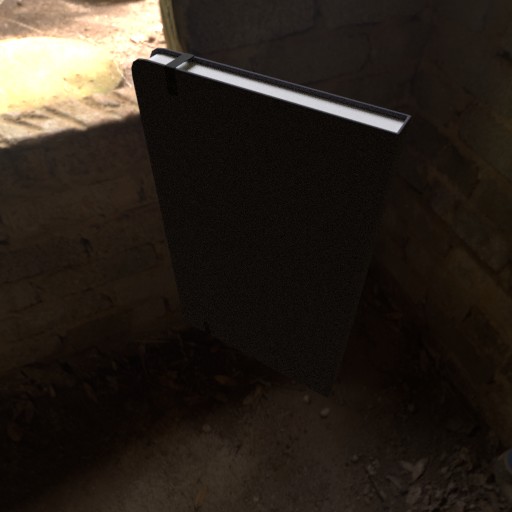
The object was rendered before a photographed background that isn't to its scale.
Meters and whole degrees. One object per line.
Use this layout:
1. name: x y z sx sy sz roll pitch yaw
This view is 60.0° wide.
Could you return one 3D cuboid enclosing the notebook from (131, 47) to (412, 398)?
1. notebook: 0.000 0.000 0.261 0.127 0.213 0.016 24 52 20
